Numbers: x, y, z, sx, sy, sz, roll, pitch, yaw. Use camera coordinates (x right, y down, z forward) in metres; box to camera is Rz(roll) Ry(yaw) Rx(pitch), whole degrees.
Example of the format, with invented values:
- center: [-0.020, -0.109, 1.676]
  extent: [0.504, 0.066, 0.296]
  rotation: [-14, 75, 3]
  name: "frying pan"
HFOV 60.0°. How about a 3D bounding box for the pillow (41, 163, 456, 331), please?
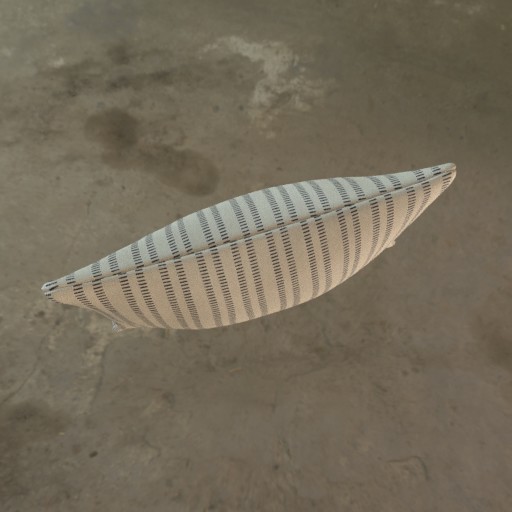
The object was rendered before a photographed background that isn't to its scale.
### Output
- center: [0.000, 0.000, 0.806]
  extent: [0.640, 0.353, 0.210]
  rotation: [-17, 74, -5]
  name: "pillow"
